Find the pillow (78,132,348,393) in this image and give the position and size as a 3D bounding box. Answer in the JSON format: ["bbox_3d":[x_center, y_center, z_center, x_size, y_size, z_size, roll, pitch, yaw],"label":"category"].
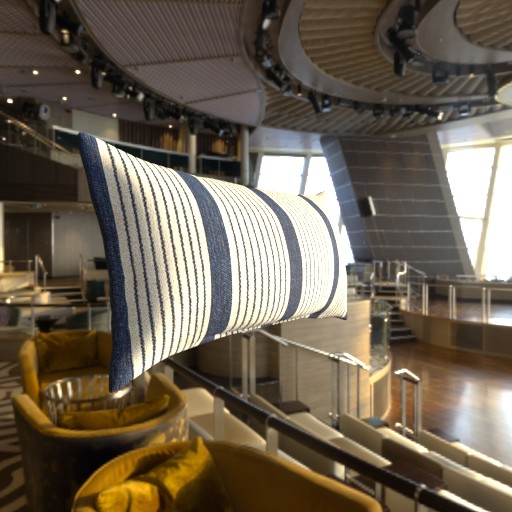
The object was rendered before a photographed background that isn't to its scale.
[{"bbox_3d":[0.000,0.000,0.739,0.156,0.292,0.608,1,1,36],"label":"pillow"}]
